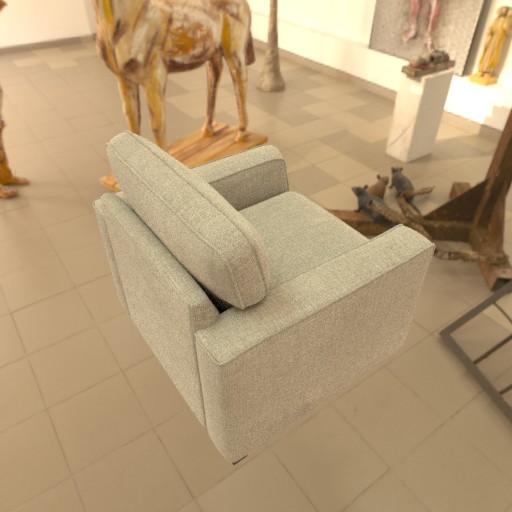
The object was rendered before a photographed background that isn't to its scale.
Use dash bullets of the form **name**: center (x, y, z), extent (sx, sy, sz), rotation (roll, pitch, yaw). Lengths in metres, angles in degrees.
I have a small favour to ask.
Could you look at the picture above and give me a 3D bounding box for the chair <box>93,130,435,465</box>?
- **chair**: center (0.000, 0.000, 1.790), extent (0.939, 0.965, 1.015), rotation (-25, 46, -27)
